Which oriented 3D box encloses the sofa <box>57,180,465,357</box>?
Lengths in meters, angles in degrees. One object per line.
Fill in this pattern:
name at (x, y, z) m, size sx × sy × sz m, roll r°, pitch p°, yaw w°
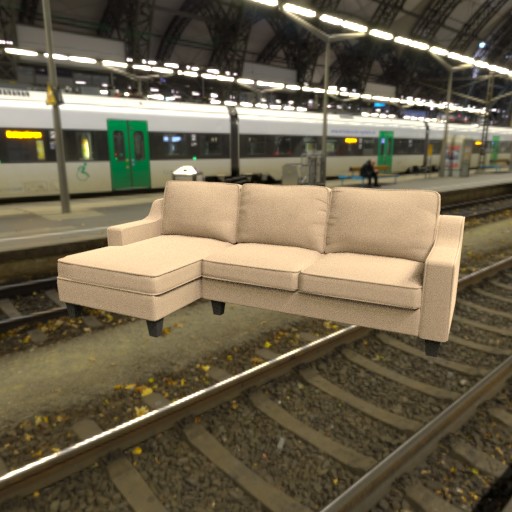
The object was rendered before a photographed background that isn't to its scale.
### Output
sofa at (0.000, 0.000, 3.104) m, size 2.561 × 0.928 × 1.294 m, roll 7°, pitch 15°, yaw 26°
